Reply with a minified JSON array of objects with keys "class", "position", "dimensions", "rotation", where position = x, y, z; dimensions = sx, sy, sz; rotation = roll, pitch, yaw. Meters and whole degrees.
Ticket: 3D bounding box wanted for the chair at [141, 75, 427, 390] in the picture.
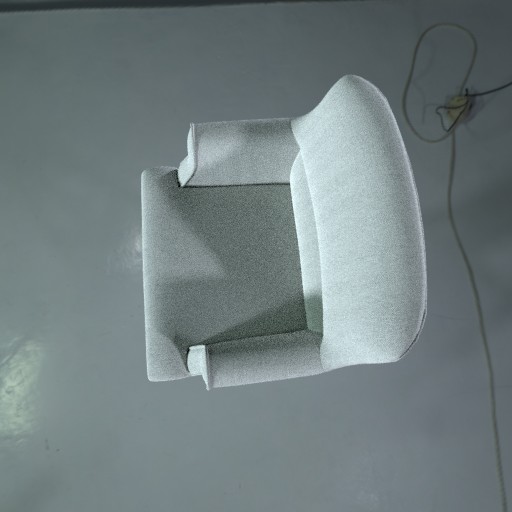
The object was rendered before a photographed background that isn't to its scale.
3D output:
[{"class":"chair","position":[0.000,0.000,1.415],"dimensions":[0.750,0.875,0.781],"rotation":[-5,76,-1]}]
